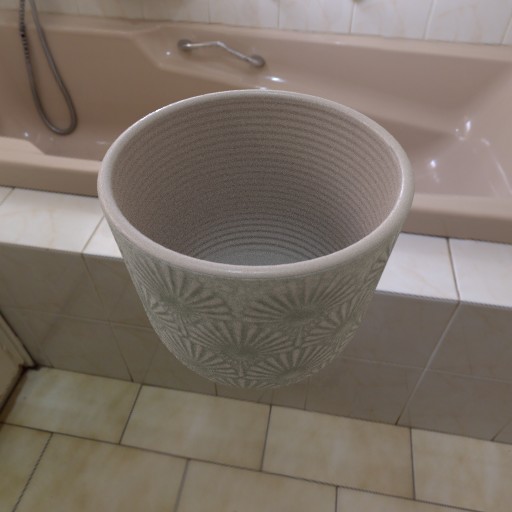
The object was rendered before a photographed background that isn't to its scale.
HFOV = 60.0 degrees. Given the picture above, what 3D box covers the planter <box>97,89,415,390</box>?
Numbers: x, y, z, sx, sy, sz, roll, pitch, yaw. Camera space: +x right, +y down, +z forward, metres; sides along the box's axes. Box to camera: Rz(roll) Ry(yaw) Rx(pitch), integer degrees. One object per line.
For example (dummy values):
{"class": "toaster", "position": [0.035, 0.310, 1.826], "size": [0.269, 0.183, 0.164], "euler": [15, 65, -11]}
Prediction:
{"class": "planter", "position": [0.000, 0.000, 0.296], "size": [0.170, 0.152, 0.170], "euler": [0, 46, 0]}
